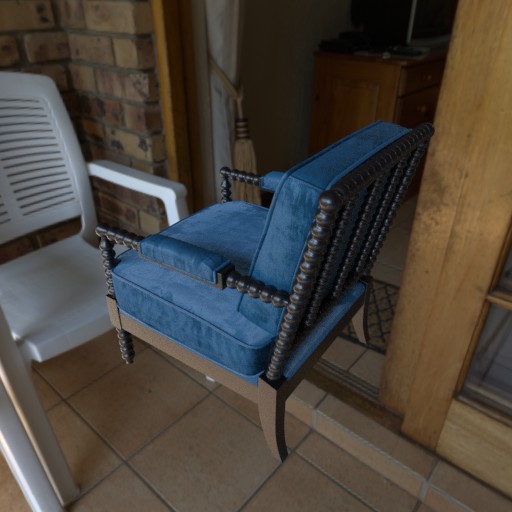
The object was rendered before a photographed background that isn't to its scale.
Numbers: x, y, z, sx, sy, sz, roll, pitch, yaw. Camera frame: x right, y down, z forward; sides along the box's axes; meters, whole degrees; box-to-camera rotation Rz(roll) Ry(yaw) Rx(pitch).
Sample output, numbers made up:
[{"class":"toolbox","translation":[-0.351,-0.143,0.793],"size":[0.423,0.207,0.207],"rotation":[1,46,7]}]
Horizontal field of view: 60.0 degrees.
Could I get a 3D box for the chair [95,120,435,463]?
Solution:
[{"class":"chair","translation":[0.000,0.000,1.434],"size":[0.805,0.857,0.688],"rotation":[20,36,29]}]
